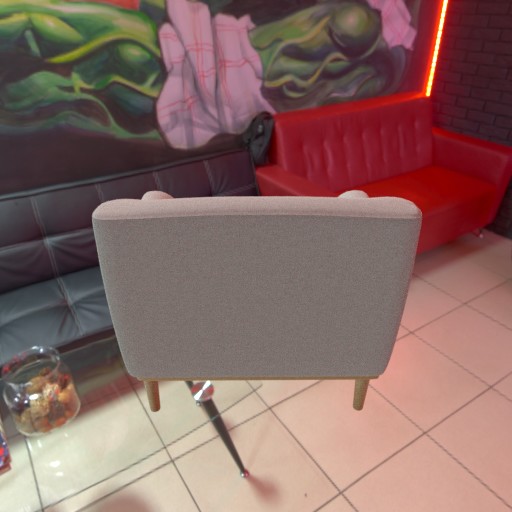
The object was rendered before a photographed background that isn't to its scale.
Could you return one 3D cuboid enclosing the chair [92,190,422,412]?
[{"bbox_3d":[0.000,0.000,1.650,0.946,0.818,0.951,0,31,0],"label":"chair"}]
